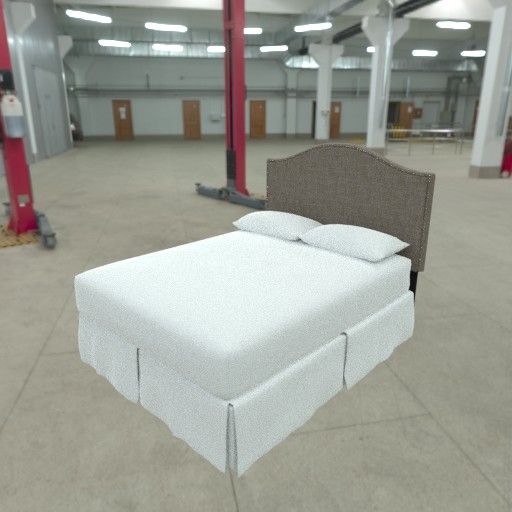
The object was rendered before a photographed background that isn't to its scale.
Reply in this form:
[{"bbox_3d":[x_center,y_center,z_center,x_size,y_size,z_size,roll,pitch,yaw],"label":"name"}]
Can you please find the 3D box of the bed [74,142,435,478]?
[{"bbox_3d":[0.000,0.000,3.251,1.713,1.518,2.153,16,24,41],"label":"bed"}]
